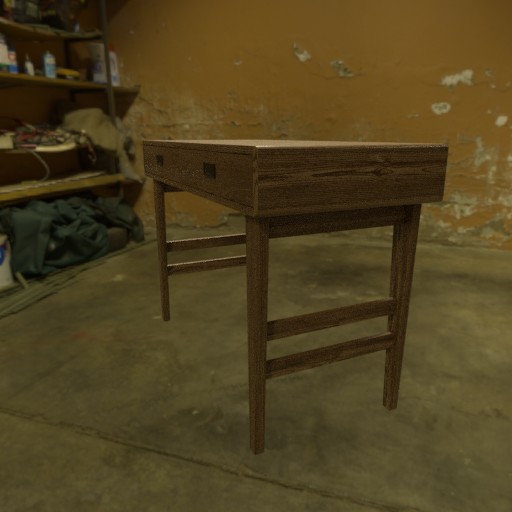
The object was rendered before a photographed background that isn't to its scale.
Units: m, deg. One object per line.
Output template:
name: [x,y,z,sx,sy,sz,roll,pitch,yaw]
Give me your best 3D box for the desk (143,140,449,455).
desk: [0.000,0.000,1.510,0.508,0.755,1.067,-7,17,-24]
